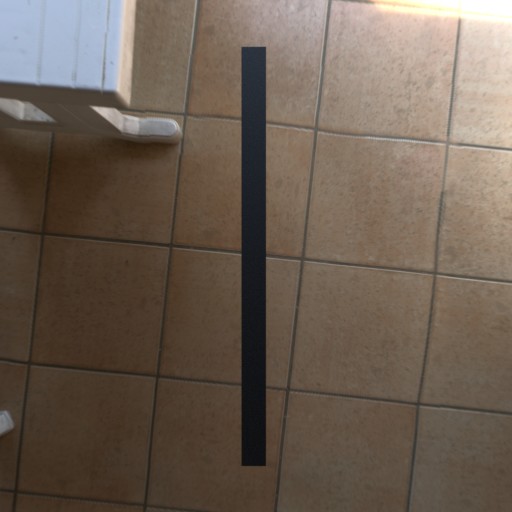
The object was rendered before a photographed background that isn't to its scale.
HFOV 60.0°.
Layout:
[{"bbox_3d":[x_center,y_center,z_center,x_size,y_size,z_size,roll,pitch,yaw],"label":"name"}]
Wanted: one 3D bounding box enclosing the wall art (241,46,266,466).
[{"bbox_3d":[0.000,0.000,0.539,0.019,0.381,0.330,0,90,1],"label":"wall art"}]
